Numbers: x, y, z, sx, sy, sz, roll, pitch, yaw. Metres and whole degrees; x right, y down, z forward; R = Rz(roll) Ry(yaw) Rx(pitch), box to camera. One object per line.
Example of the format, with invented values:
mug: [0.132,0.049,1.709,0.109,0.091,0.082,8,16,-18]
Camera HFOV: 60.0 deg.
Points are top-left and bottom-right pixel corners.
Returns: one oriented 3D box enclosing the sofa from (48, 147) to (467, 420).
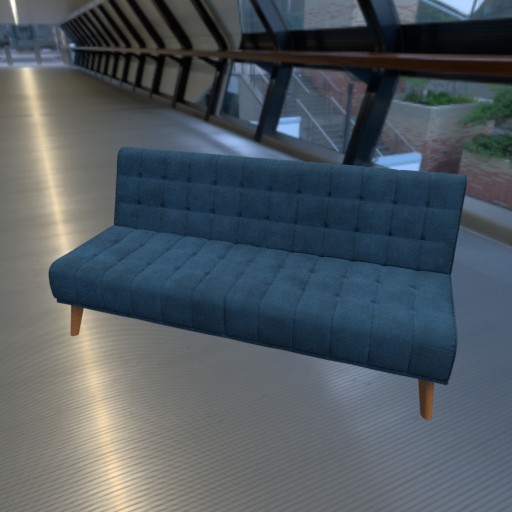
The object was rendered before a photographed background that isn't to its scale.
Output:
sofa: [0.000,0.000,2.181,1.804,0.813,0.855,9,28,17]
